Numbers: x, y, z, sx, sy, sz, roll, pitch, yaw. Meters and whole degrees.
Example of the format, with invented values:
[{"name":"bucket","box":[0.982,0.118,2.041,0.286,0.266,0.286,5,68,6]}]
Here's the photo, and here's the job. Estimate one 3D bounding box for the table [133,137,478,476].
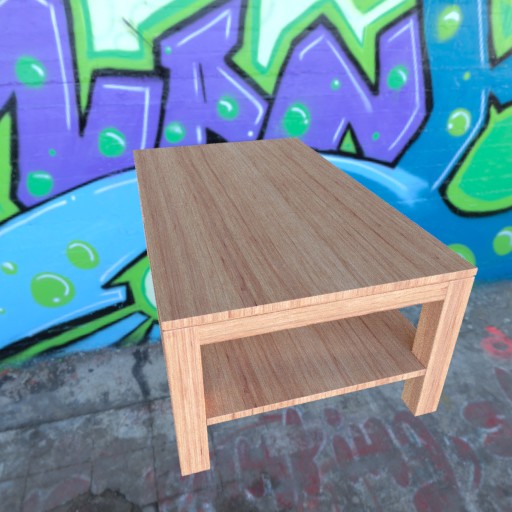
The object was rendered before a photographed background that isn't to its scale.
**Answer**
[{"name":"table","box":[0.000,0.000,1.491,0.695,0.457,1.146,-8,31,-14]}]
